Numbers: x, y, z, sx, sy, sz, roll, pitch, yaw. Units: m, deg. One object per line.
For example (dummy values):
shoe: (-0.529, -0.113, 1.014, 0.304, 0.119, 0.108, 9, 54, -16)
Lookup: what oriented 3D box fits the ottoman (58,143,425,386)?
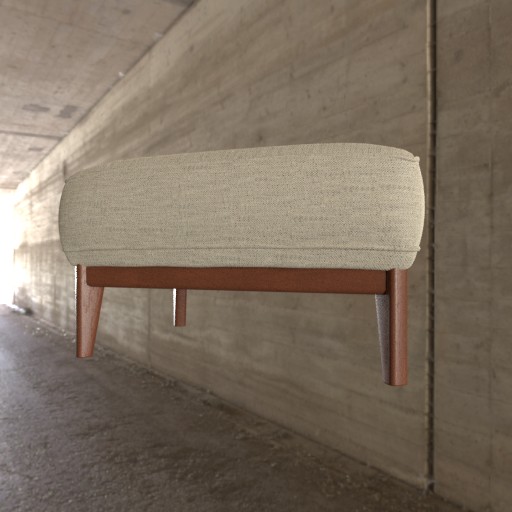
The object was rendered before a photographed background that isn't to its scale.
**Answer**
ottoman: (0.000, 0.000, 1.138, 0.794, 0.465, 0.594, 0, 0, 18)
